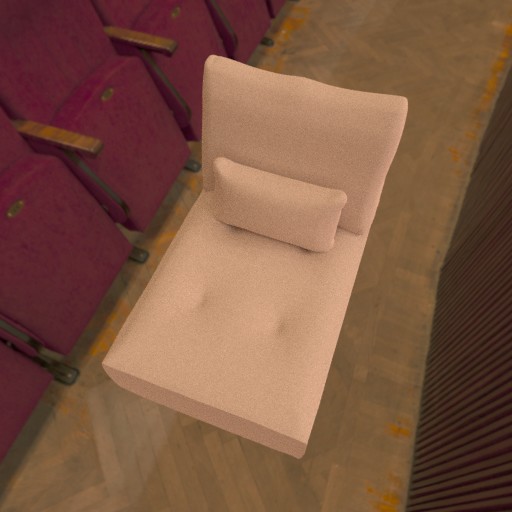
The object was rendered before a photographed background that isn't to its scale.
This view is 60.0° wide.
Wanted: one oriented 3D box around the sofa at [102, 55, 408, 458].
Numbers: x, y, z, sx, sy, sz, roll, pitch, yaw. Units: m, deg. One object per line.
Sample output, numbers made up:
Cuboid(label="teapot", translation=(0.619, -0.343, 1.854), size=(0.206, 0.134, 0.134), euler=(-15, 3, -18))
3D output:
Cuboid(label="sofa", translation=(0.000, 0.000, 1.518), size=(0.700, 0.820, 1.000), euler=(17, 59, 11))
